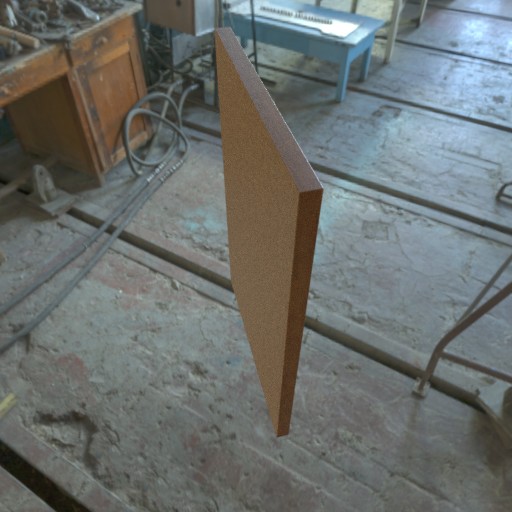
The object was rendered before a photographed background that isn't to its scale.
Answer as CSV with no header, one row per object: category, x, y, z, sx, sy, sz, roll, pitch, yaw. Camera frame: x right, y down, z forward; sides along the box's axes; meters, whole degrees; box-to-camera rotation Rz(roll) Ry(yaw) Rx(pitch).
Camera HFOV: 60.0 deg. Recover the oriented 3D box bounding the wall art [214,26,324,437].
wall art,0.000,0.000,1.157,0.037,0.914,0.610,-11,48,-10
